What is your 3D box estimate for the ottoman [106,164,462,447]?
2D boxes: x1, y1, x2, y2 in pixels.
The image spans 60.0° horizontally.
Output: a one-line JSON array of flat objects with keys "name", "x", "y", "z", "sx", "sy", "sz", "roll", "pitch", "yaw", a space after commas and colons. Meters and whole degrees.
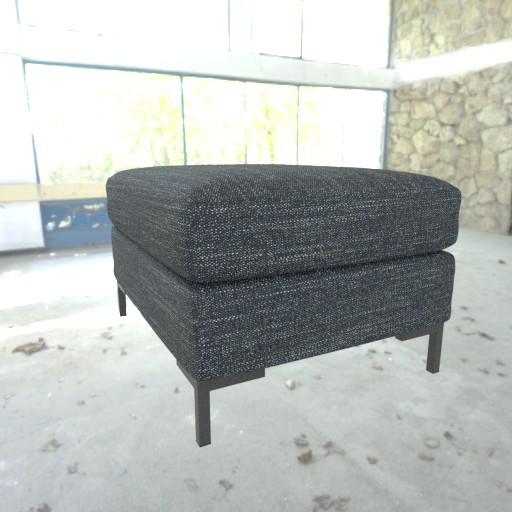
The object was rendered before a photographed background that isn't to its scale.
[{"name": "ottoman", "x": 0.000, "y": 0.000, "z": 1.220, "sx": 0.667, "sy": 0.491, "sz": 0.814, "roll": -7, "pitch": 15, "yaw": -27}]
